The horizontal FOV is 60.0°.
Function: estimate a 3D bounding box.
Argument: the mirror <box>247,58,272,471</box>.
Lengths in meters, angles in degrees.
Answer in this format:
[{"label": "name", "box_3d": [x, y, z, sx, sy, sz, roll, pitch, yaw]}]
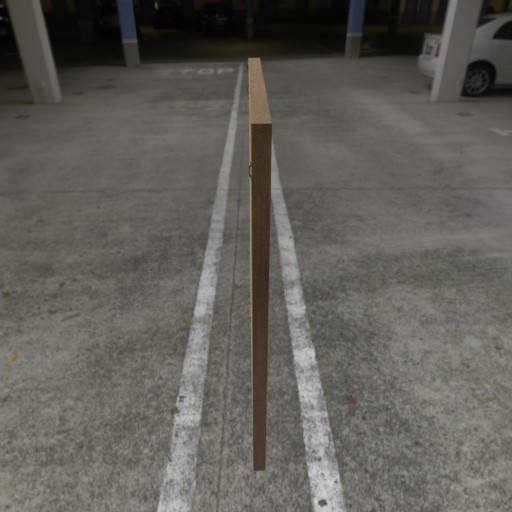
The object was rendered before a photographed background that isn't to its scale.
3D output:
[{"label": "mirror", "box_3d": [0.000, 0.000, 1.360, 0.041, 1.016, 0.762, -1, 32, -1]}]
